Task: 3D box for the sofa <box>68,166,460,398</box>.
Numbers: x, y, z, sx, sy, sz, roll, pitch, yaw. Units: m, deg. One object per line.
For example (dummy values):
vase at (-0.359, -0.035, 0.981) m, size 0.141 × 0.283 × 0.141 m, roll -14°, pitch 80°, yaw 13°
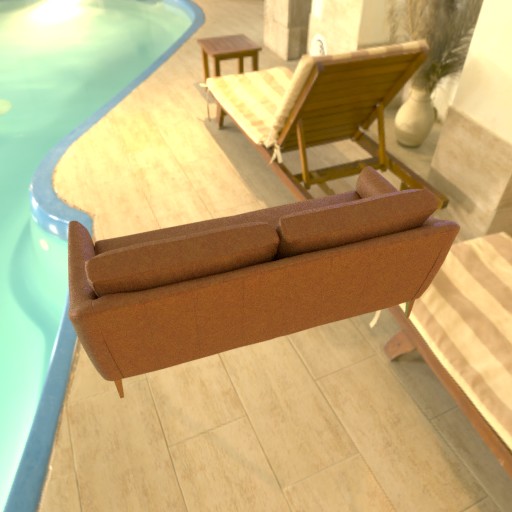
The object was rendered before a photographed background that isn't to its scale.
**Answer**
sofa at (0.000, 0.000, 2.594) m, size 2.036 × 0.945 × 0.981 m, roll -13°, pitch 43°, yaw -14°
